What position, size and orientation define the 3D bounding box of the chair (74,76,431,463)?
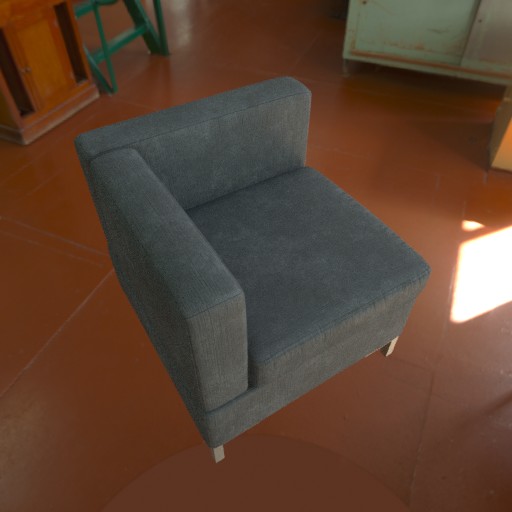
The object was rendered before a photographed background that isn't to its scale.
[{"bbox_3d":[0.000,0.000,1.234,0.680,0.660,0.680,-24,51,-21],"label":"chair"}]
